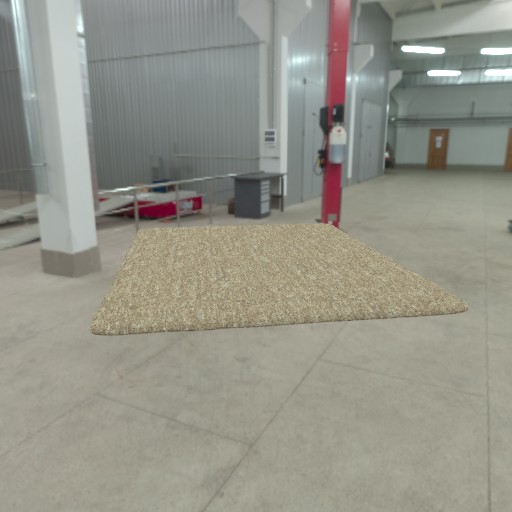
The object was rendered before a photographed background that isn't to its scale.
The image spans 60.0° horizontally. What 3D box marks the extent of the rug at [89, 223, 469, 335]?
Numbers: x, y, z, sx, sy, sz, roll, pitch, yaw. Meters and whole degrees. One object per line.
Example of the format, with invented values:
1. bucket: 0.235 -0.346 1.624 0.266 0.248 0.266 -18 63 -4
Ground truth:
1. rug: 0.000 0.000 3.816 2.242 0.050 2.873 -2 15 -9
